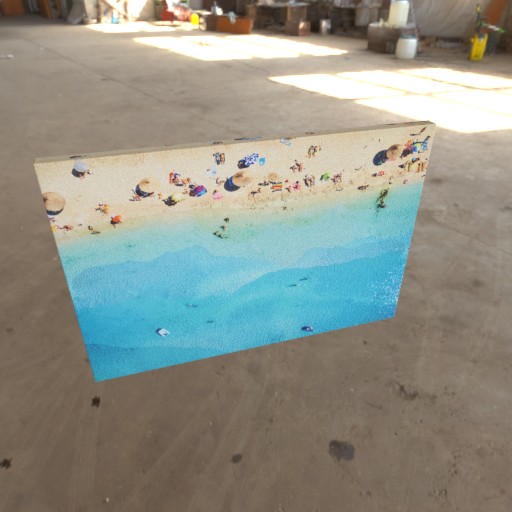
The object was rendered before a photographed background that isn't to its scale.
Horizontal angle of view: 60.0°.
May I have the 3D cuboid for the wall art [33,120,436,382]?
[{"bbox_3d":[0.000,0.000,1.431,1.136,0.769,0.040,-9,34,-14],"label":"wall art"}]
